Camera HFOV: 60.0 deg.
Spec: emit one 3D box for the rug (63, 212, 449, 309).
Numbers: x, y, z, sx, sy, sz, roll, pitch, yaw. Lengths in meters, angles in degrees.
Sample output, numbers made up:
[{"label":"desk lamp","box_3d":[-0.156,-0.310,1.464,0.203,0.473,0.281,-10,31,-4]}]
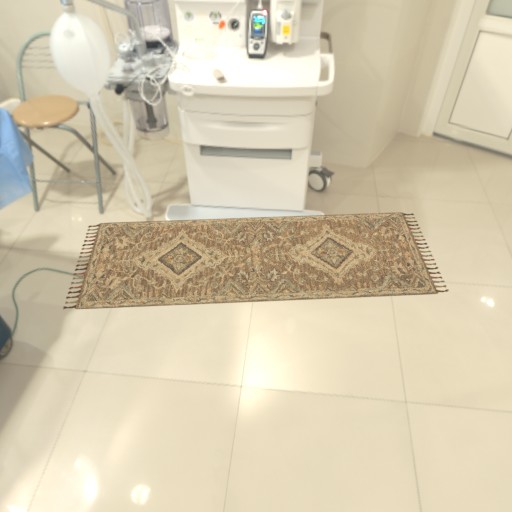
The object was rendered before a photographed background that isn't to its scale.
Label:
[{"label":"rug","box_3d":[0.000,0.000,2.851,2.378,0.018,1.324,9,47,9]}]
